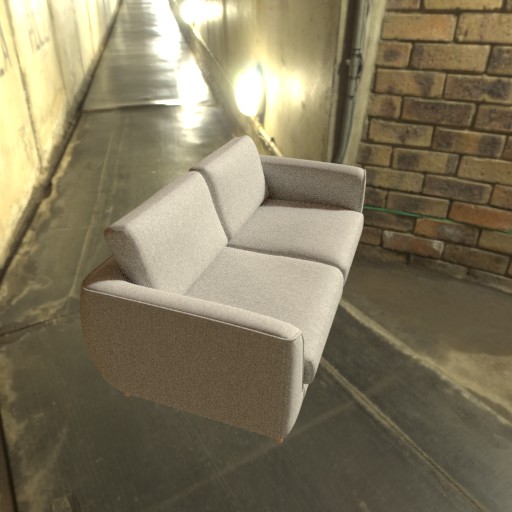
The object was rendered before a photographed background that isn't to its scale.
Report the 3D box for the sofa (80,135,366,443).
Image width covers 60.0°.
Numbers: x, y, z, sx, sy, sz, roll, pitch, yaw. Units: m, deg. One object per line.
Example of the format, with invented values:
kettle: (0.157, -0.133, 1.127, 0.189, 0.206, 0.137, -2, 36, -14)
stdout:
sofa: (0.000, 0.000, 2.253, 0.920, 0.850, 1.700, 10, 32, 17)
